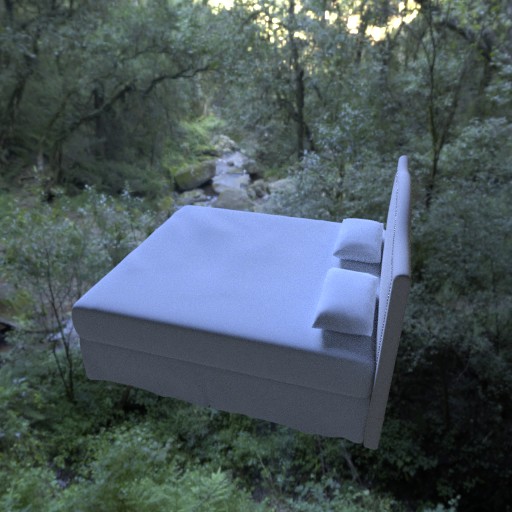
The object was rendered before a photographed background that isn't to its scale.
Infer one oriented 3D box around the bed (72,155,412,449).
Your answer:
[{"bbox_3d":[0.000,0.000,3.541,2.182,1.421,2.083,8,30,14],"label":"bed"}]
